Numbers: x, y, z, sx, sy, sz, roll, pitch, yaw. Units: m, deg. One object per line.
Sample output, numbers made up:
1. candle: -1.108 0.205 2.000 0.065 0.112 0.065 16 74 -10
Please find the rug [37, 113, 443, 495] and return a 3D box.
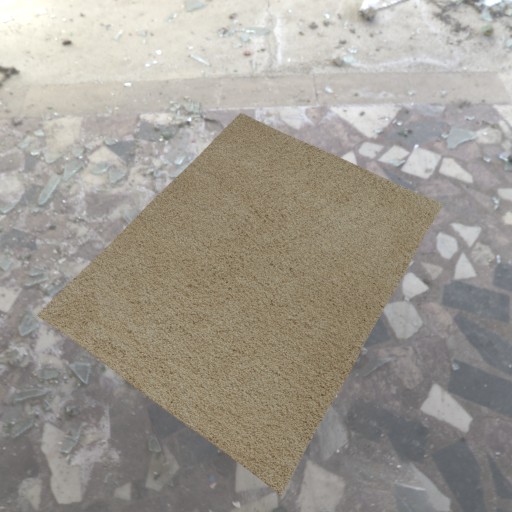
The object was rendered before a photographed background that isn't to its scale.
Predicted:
1. rug: 0.000 0.000 4.013 2.400 0.025 3.000 29 62 17
